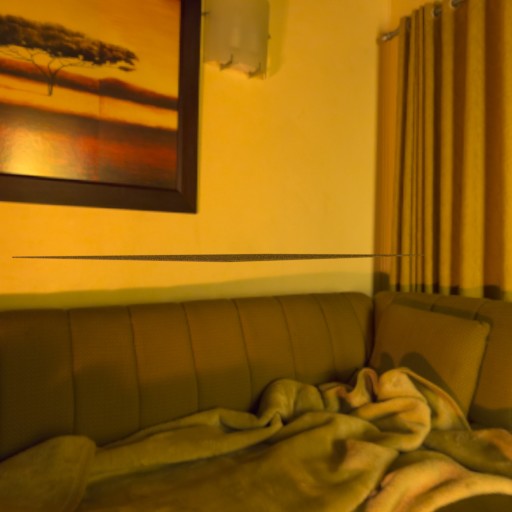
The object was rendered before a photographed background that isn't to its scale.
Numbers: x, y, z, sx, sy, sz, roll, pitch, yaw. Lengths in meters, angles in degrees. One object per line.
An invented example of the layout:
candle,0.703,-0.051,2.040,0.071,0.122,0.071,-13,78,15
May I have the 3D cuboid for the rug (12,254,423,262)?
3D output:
rug,0.000,0.000,2.943,1.523,0.008,2.438,1,1,36
